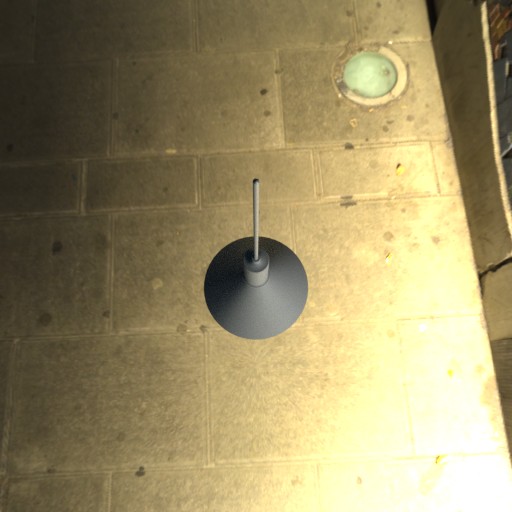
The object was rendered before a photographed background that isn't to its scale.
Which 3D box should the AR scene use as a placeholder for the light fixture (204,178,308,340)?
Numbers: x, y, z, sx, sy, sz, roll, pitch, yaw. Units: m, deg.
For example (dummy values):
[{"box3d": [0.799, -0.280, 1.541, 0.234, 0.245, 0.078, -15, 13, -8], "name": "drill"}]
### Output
[{"box3d": [0.000, 0.000, 0.810, 0.267, 0.683, 0.267, 11, 77, 3], "name": "light fixture"}]
